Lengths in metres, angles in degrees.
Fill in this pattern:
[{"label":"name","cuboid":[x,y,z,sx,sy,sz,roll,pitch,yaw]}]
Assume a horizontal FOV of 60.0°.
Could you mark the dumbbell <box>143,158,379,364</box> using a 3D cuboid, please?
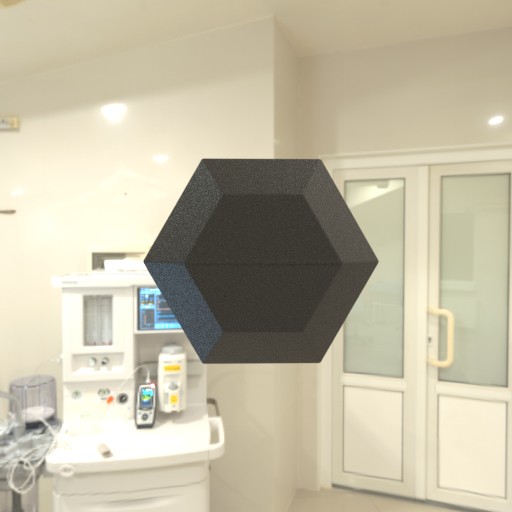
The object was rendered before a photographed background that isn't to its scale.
[{"label":"dumbbell","cuboid":[0.000,0.000,0.378,0.129,0.113,0.315,0,1,-1]}]
